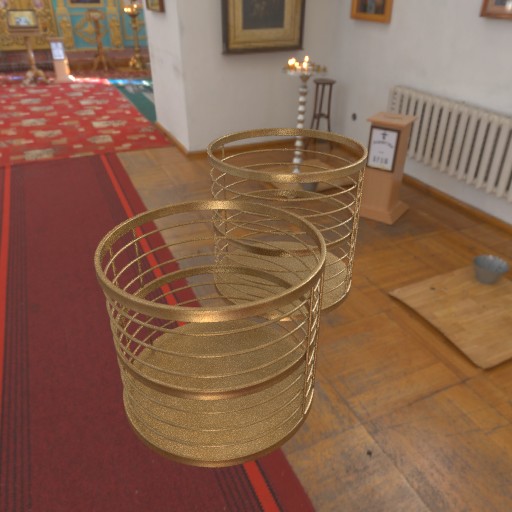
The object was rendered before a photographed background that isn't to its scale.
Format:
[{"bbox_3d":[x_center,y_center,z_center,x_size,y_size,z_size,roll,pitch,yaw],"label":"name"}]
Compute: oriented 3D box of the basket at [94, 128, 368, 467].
[{"bbox_3d":[0.000,0.000,0.919,0.356,0.351,0.746,11,31,18],"label":"basket"}]
